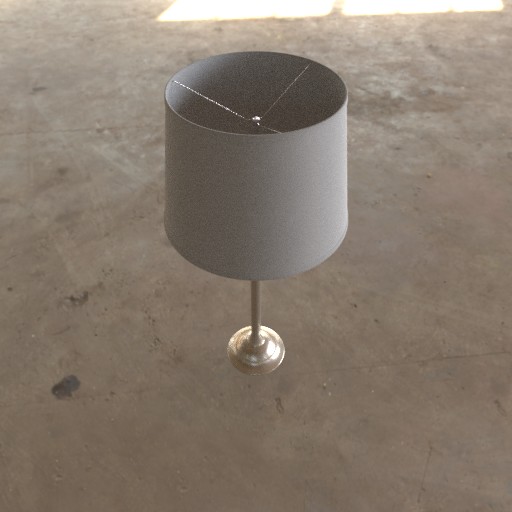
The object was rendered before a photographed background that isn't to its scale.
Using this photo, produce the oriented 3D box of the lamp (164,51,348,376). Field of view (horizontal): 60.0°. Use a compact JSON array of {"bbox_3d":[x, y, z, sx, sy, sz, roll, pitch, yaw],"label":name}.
[{"bbox_3d":[0.000,0.000,0.888,0.331,0.698,0.331,0,46,0],"label":"lamp"}]
